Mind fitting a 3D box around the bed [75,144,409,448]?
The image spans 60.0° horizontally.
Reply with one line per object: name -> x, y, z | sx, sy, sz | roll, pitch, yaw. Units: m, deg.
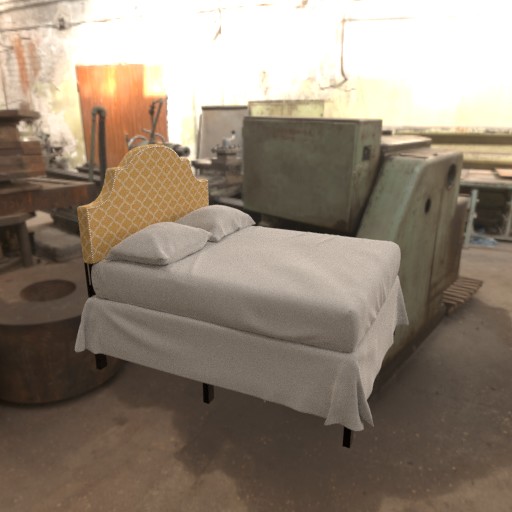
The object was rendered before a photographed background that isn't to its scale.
bed -> 0.000, 0.000, 3.439 | 2.222, 1.633, 1.780 | 8, 19, 25
